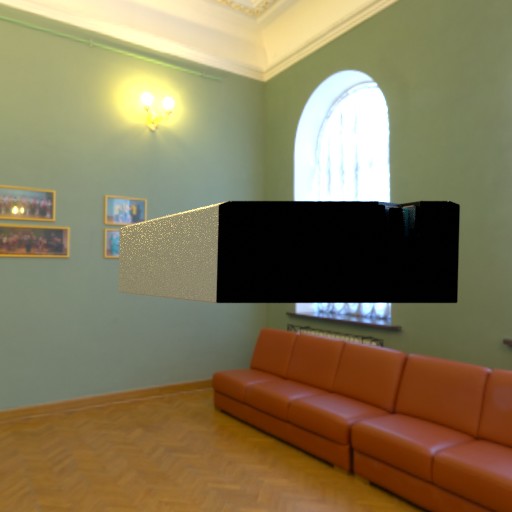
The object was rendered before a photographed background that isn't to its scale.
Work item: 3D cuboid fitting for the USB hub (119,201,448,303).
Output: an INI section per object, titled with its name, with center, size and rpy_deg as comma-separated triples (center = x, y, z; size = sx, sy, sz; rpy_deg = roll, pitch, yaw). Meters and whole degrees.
[USB hub]
center = 0.000, 0.000, 0.126
size = 0.044, 0.023, 0.110
rpy_deg = 1, -3, -36
